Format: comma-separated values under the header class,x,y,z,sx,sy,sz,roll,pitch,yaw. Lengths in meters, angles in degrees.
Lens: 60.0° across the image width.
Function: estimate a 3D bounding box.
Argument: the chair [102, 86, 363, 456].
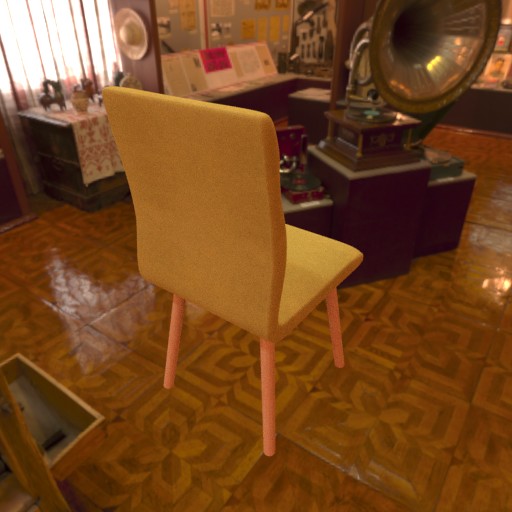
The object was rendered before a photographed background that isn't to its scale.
class,x,y,z,sx,sy,sz,roll,pitch,yaw
chair,0.000,0.000,1.287,0.450,0.965,0.550,21,37,31
